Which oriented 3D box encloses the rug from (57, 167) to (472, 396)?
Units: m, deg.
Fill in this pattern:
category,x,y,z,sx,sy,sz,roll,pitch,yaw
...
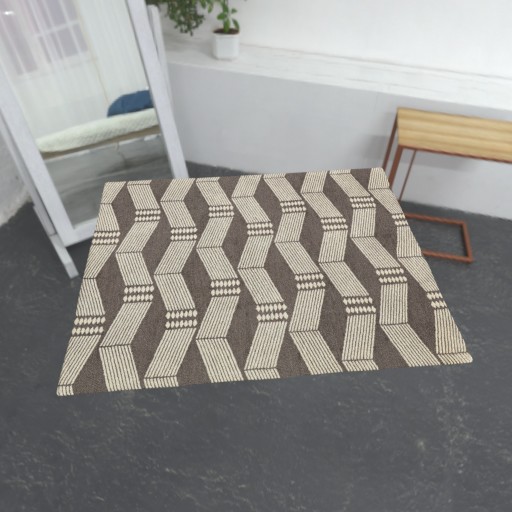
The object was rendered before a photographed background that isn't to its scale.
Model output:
category,x,y,z,sx,sy,sz,roll,pitch,yaw
rug,0.000,0.000,4.040,3.048,0.016,2.438,-4,47,-3
